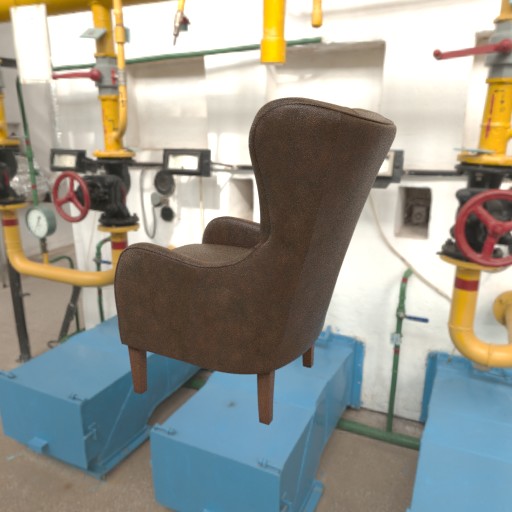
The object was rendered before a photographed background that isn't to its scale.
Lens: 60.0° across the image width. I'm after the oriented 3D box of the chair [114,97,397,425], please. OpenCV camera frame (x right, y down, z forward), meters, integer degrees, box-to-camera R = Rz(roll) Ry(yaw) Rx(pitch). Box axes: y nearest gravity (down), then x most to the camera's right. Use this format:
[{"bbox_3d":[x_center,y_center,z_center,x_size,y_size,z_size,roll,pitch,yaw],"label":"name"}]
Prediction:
[{"bbox_3d":[0.000,0.000,1.631,0.914,1.048,0.692,8,17,25],"label":"chair"}]
